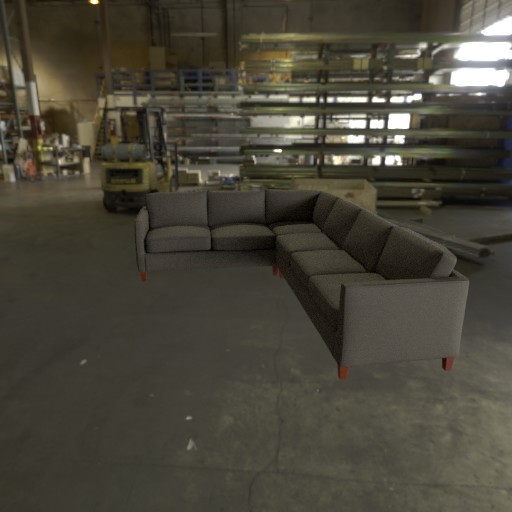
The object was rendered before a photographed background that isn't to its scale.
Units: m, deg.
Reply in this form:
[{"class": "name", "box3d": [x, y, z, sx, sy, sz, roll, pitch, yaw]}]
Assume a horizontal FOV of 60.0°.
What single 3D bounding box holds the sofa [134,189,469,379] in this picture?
[{"class": "sofa", "box3d": [0.000, 0.000, 4.482, 2.593, 0.947, 3.302, -2, 16, -8]}]
